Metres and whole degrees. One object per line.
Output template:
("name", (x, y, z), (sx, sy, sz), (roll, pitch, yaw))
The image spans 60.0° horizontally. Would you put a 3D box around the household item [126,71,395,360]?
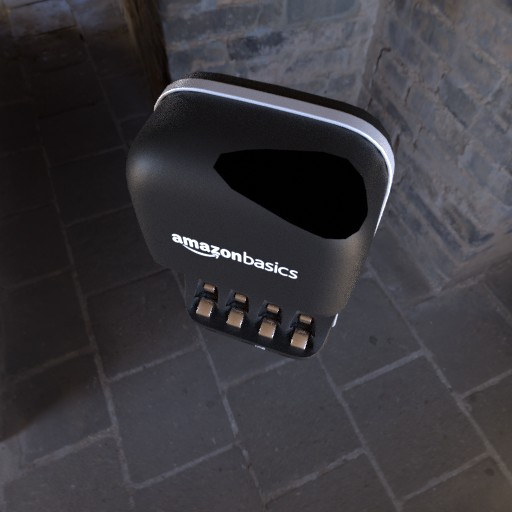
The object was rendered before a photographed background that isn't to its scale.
("household item", (0.000, 0.000, 0.151), (0.070, 0.114, 0.038), (17, 60, 10))
